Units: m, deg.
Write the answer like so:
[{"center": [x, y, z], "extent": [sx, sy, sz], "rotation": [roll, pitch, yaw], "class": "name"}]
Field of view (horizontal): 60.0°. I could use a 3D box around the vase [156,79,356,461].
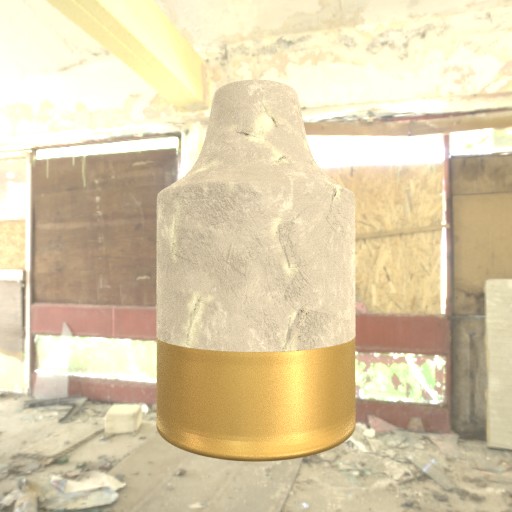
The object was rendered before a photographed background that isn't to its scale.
[{"center": [0.000, 0.000, 0.420], "extent": [0.184, 0.305, 0.184], "rotation": [0, 0, 0], "class": "vase"}]
